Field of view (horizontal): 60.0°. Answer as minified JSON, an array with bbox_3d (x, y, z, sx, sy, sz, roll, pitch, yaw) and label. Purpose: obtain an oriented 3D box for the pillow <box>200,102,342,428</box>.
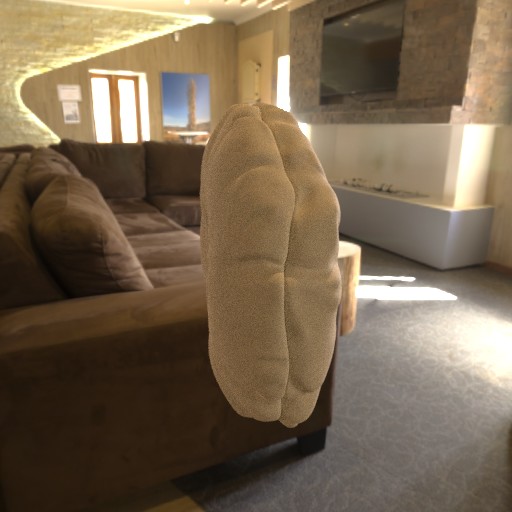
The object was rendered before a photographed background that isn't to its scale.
[{"bbox_3d":[0.000,0.000,0.621,0.148,0.407,0.428,-3,17,-9],"label":"pillow"}]
